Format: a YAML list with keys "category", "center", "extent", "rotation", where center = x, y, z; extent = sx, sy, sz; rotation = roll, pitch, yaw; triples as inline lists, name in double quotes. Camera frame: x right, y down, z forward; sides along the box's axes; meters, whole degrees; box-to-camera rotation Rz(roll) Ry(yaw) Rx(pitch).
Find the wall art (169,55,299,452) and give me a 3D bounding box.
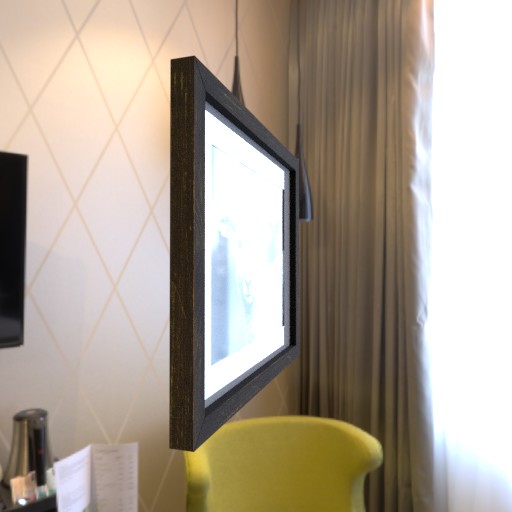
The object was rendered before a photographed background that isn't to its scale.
- category: "wall art"
  center: [0.000, 0.000, 0.781]
  extent: [0.032, 0.457, 0.558]
  rotation: [0, -1, 18]
